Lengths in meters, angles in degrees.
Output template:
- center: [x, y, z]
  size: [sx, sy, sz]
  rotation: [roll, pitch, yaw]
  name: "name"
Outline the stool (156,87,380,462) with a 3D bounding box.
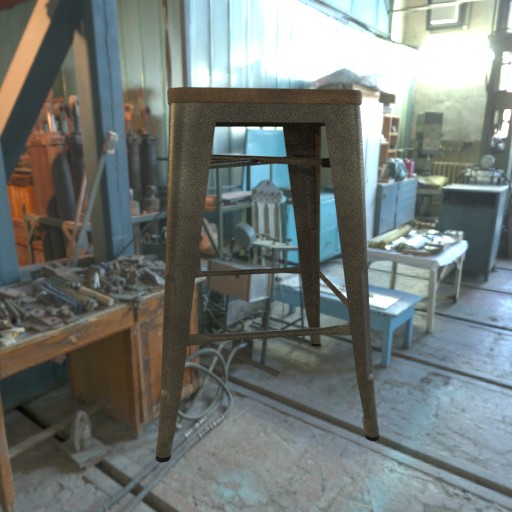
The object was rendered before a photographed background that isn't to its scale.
- center: [0.000, 0.000, 0.899]
  size: [0.407, 0.607, 0.407]
  rotation: [-2, 15, -8]
  name: "stool"
